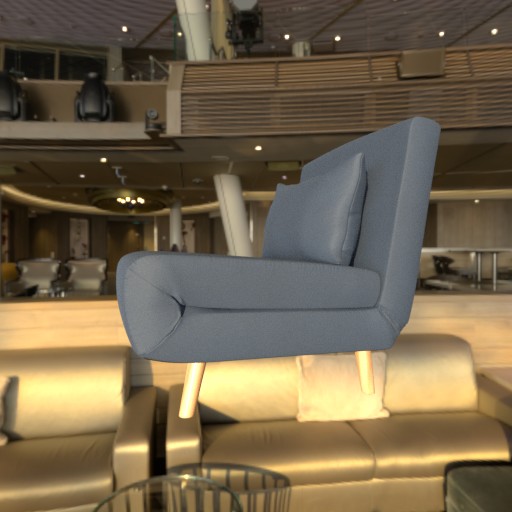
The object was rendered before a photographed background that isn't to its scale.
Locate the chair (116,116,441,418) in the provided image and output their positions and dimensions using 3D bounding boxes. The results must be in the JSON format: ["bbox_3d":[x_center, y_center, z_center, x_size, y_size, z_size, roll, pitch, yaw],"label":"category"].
[{"bbox_3d":[0.000,0.000,1.497,0.900,0.808,0.770,0,1,-18],"label":"chair"}]
